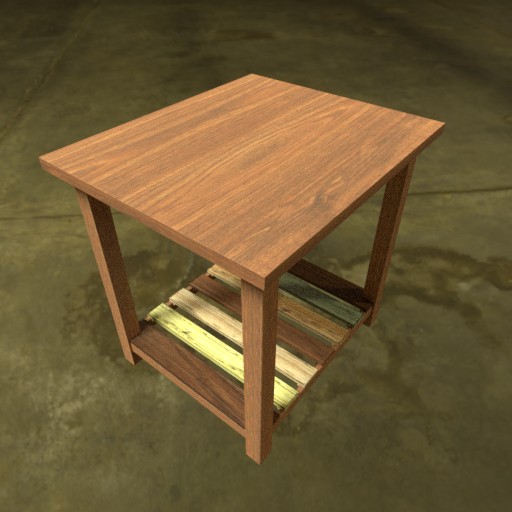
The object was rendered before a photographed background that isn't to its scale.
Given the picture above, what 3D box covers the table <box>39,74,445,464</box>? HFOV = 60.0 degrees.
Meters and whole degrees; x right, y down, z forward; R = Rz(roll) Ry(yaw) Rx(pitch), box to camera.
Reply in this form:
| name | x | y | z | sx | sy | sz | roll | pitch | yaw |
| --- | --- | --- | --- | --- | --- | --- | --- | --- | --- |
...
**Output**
| name | x | y | z | sx | sy | sz | roll | pitch | yaw |
| --- | --- | --- | --- | --- | --- | --- | --- | --- | --- |
| table | 0.000 | 0.000 | 1.131 | 0.559 | 0.635 | 0.660 | 27 | 46 | 29 |
